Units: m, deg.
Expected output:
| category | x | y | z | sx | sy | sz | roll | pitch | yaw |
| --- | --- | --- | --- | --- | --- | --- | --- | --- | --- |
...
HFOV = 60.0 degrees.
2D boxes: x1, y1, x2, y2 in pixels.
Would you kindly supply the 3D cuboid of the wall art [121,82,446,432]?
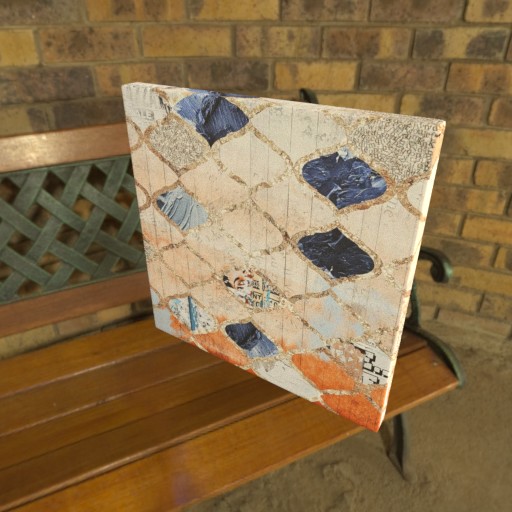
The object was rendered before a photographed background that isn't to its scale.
| category | x | y | z | sx | sy | sz | roll | pitch | yaw |
| --- | --- | --- | --- | --- | --- | --- | --- | --- | --- |
| wall art | 0.000 | 0.000 | 0.747 | 0.507 | 0.508 | 0.038 | 18 | 35 | 28 |
